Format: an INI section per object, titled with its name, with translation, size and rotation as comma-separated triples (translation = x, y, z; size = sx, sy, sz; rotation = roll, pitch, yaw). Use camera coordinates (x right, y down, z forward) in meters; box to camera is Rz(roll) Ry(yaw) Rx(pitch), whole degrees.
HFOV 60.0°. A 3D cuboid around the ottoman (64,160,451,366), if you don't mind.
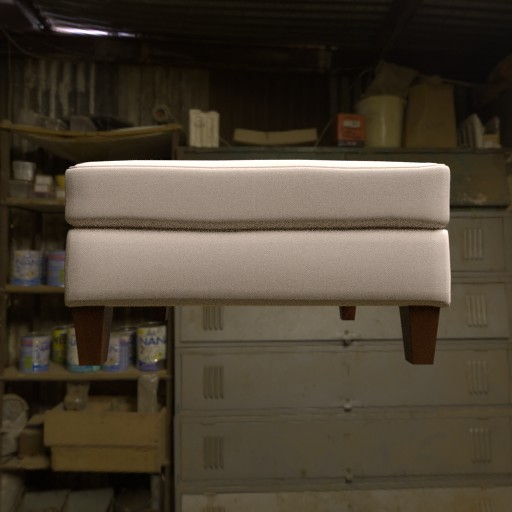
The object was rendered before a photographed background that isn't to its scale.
[ottoman]
translation = 0.000, 0.000, 1.339
size = 0.838, 0.479, 0.838
rotation = 0, -1, -1
